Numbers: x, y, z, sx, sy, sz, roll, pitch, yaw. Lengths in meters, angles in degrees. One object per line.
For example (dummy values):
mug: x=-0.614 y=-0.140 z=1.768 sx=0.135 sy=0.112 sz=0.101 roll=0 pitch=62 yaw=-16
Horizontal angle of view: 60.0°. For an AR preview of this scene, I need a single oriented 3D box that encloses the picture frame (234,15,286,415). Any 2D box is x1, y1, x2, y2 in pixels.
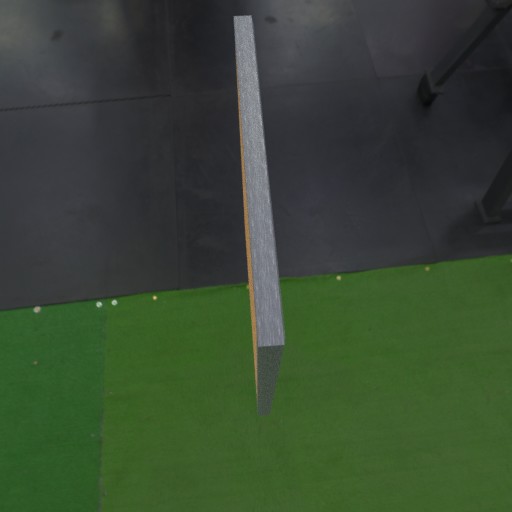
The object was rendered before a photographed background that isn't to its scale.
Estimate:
picture frame: x=0.000 y=0.000 z=0.754 sx=0.029 sy=0.559 sz=0.454 roll=-4 pitch=64 yaw=-2
